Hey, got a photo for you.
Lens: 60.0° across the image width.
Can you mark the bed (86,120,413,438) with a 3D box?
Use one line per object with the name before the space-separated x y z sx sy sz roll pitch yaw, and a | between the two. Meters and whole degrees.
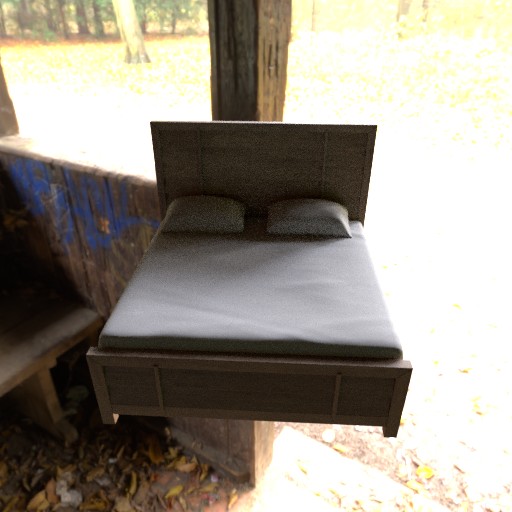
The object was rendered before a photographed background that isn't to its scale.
bed | 0.000 0.000 3.522 2.032 1.626 2.032 2 30 3
